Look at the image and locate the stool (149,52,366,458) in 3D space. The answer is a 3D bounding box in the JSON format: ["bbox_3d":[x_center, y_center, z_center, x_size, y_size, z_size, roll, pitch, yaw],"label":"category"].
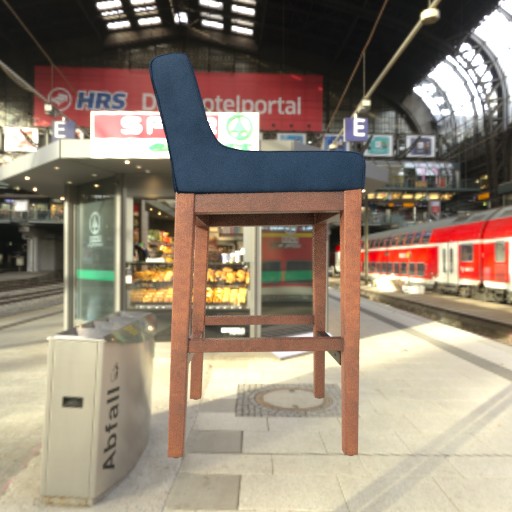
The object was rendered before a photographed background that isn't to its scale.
[{"bbox_3d":[0.000,0.000,1.261,0.516,0.945,0.511,0,0,-2],"label":"stool"}]
